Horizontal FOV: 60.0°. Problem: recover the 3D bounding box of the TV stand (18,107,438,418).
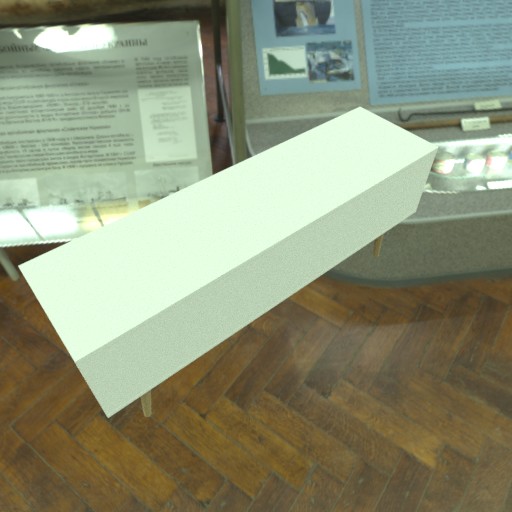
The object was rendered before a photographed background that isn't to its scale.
[{"bbox_3d":[0.000,0.000,1.633,1.398,0.560,0.401,-31,54,-25],"label":"TV stand"}]
